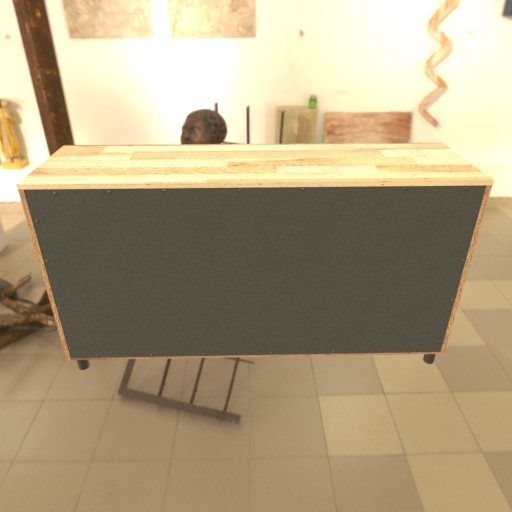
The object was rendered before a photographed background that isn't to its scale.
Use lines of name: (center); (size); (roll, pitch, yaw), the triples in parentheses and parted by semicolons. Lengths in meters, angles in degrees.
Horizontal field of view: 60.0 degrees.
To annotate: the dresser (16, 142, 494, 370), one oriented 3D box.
dresser: (0.000, 0.000, 1.852); (1.547, 0.834, 0.487); (-1, 30, -1)
